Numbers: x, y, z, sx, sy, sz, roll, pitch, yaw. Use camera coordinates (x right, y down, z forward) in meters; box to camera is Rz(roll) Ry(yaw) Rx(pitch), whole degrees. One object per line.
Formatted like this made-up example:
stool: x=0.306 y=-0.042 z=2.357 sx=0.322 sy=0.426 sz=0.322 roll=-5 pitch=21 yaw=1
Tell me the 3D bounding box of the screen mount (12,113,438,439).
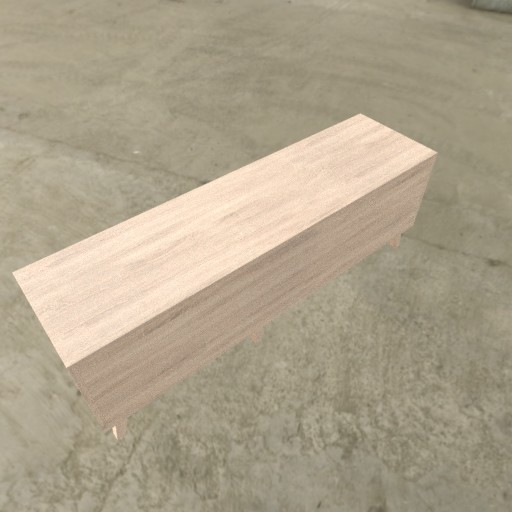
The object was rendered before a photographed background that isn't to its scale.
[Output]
screen mount: x=0.000 y=0.000 z=1.692 sx=1.500 sy=0.510 sz=0.400 roll=-30 pitch=53 yaw=-26
